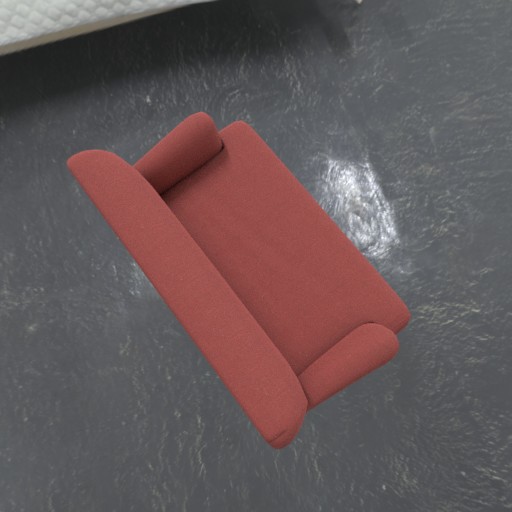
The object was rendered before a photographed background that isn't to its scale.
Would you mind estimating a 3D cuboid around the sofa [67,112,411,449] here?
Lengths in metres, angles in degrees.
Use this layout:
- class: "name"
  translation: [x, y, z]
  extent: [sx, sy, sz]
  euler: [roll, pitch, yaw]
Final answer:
- class: "sofa"
  translation: [0.000, 0.000, 1.863]
  extent: [0.779, 0.889, 1.297]
  euler: [-37, 78, -9]
